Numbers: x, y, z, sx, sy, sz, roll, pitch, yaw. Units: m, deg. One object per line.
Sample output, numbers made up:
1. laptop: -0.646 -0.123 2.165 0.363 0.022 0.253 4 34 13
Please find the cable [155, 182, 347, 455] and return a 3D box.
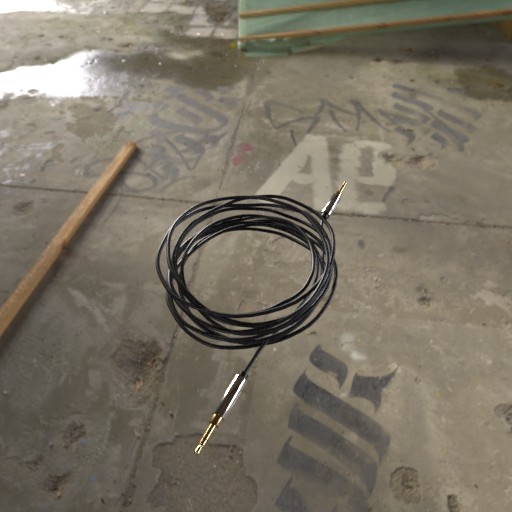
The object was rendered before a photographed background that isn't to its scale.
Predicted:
1. cable: 0.000 0.000 0.520 0.198 0.069 0.432 21 50 19
